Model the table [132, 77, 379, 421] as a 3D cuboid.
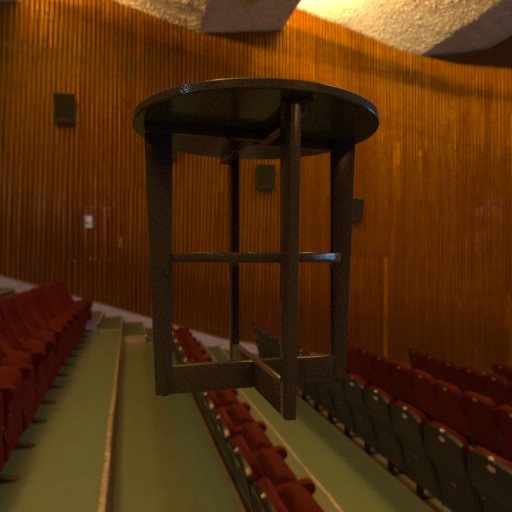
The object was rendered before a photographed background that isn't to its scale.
[{"bbox_3d":[0.000,0.000,0.931,0.500,0.550,0.500,0,0,0],"label":"table"}]
